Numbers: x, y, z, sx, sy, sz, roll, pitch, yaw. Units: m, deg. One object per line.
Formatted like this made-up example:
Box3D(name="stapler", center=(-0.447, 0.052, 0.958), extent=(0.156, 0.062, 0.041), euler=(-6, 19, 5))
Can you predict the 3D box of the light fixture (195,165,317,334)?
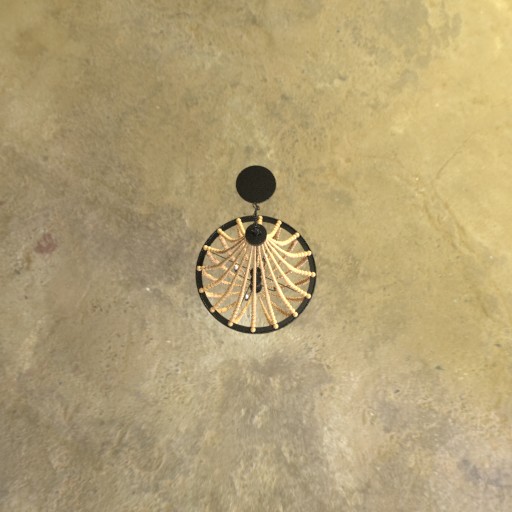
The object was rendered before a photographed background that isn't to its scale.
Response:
Box3D(name="light fixture", center=(0.000, 0.000, 1.403), extent=(0.450, 1.133, 0.450), euler=(0, 76, 0))
